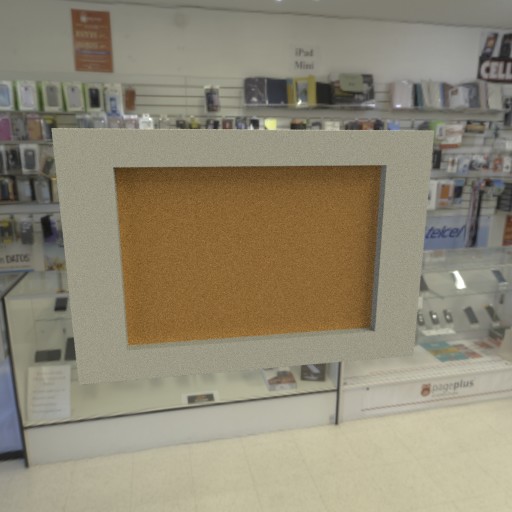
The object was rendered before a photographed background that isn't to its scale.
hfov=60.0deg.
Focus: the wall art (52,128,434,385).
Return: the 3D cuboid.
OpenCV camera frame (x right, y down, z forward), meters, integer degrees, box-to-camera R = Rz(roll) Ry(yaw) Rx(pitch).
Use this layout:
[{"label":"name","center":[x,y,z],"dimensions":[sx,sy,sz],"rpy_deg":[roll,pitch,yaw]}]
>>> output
[{"label":"wall art","center":[0.000,0.000,1.127],"dimensions":[0.906,0.617,0.033],"rpy_deg":[-2,14,-10]}]
